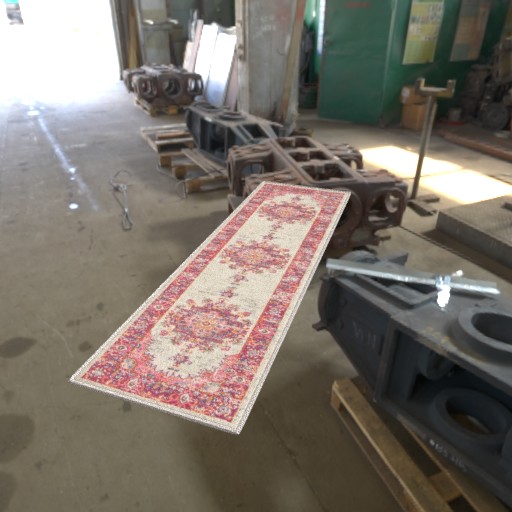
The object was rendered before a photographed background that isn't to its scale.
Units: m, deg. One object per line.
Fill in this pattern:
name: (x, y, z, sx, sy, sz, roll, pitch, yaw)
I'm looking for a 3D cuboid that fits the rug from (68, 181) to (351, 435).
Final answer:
rug: (0.000, 0.000, 2.002, 0.562, 0.009, 1.824, 10, 32, 17)
